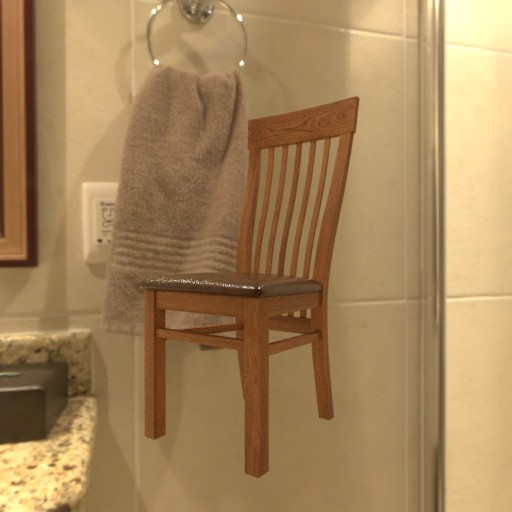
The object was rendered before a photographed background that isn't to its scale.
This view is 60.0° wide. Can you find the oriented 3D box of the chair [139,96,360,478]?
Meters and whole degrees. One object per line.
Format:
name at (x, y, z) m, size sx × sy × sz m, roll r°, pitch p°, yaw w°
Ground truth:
chair at (0.000, 0.000, 1.386) m, size 0.450 × 1.050 × 0.580 m, roll 0°, pitch 0°, yaw 36°
